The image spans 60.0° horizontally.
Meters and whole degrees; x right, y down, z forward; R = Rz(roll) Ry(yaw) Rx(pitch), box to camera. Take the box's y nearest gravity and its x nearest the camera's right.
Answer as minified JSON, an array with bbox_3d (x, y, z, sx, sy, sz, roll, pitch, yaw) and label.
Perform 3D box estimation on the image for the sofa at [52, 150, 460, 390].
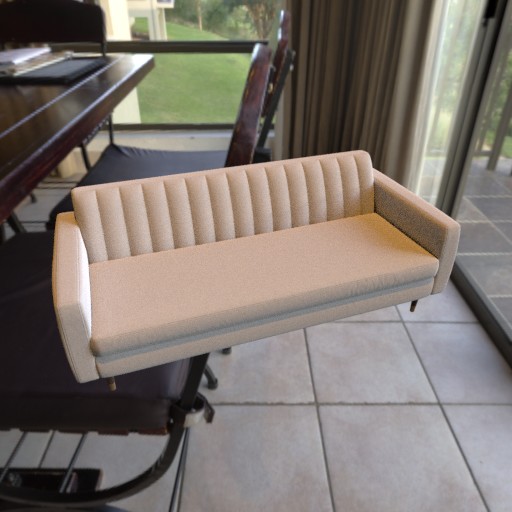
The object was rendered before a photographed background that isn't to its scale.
[{"bbox_3d":[0.000,0.000,2.750,2.291,0.821,0.990,-11,34,-17],"label":"sofa"}]
